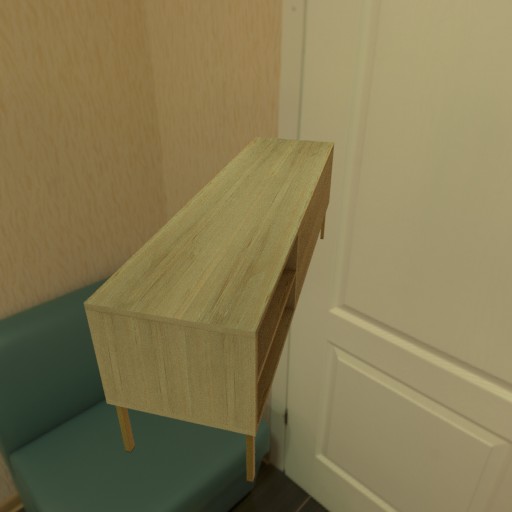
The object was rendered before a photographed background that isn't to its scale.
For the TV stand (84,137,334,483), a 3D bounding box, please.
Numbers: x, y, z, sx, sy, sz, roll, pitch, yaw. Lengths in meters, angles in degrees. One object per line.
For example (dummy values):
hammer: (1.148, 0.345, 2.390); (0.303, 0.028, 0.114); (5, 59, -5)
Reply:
TV stand: (0.000, 0.000, 1.810); (0.420, 0.550, 1.600); (7, 30, 13)
